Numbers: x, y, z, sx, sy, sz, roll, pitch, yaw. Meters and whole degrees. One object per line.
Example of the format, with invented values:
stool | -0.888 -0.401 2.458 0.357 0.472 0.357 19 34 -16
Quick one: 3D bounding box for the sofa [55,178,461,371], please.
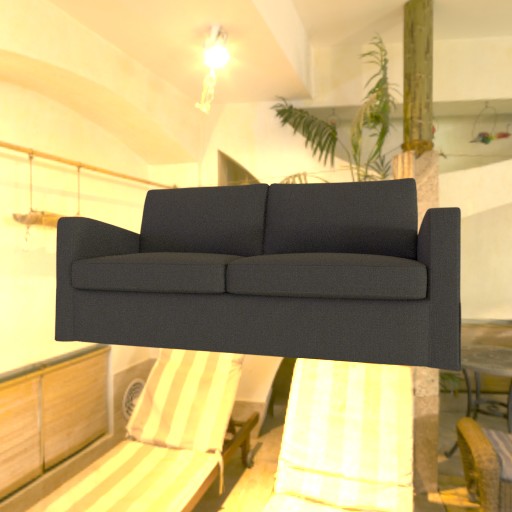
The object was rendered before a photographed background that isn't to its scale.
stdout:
sofa | 0.000 0.000 2.306 1.852 0.839 0.898 0 1 17
